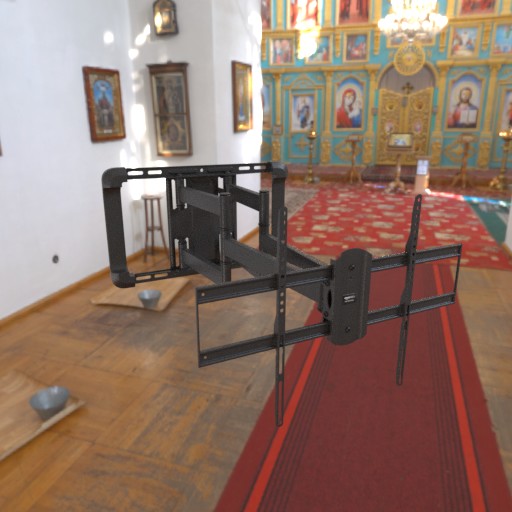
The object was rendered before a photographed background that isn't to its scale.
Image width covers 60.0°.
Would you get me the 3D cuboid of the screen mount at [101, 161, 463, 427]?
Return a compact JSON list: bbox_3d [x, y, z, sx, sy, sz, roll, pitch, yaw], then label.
[{"bbox_3d":[0.000,0.000,1.342,0.725,0.483,0.905,-8,18,-26],"label":"screen mount"}]
